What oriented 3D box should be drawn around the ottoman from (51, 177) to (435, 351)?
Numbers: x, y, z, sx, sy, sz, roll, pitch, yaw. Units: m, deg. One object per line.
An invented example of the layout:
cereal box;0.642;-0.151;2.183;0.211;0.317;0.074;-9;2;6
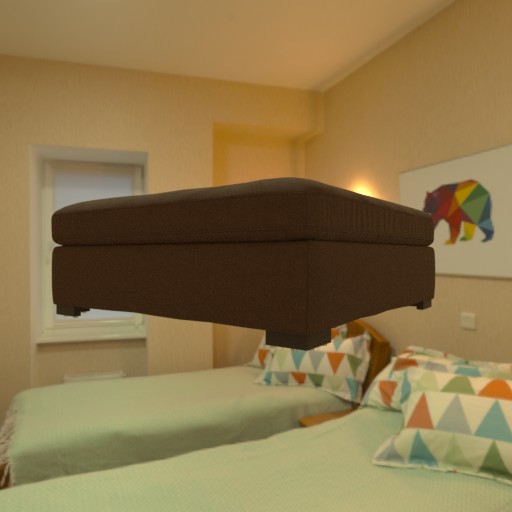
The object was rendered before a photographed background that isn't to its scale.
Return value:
ottoman;0.000;0.000;1.864;1.181;0.470;1.181;0;0;36
